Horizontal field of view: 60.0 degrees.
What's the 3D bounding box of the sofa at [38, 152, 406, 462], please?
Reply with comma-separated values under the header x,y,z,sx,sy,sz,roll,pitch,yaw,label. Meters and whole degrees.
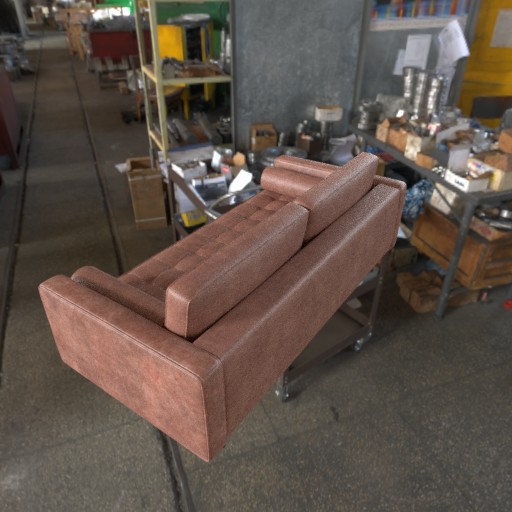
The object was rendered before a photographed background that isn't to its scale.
x,y,z,sx,sy,sz,roll,pitch,yaw,label
0.000,0.000,2.304,0.910,0.760,1.870,21,38,29,sofa
